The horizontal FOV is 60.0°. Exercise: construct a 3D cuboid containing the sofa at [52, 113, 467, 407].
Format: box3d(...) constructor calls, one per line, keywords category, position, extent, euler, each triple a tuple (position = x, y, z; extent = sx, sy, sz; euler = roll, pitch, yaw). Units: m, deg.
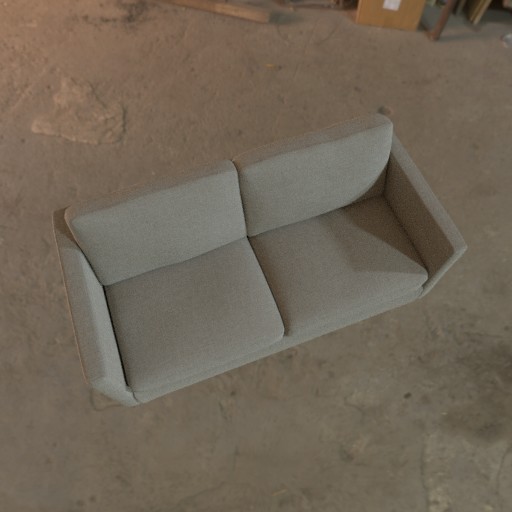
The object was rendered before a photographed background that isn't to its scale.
box3d(category="sofa", position=(0.000, 0.000, 2.424), extent=(1.884, 0.947, 0.951), euler=(-19, 65, -9))
